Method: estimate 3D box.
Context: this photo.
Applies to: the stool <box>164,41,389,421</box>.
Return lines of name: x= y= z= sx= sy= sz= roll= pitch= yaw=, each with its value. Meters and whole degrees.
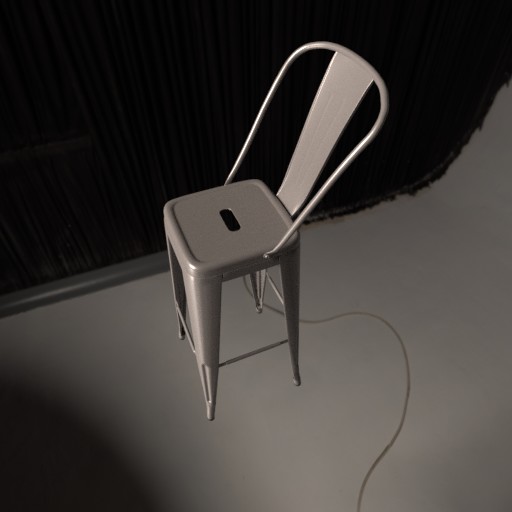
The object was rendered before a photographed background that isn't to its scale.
stool: x=0.000 y=0.000 z=1.321 sx=0.513 sy=1.096 sz=0.399 roll=-17 pitch=49 yaw=-15
